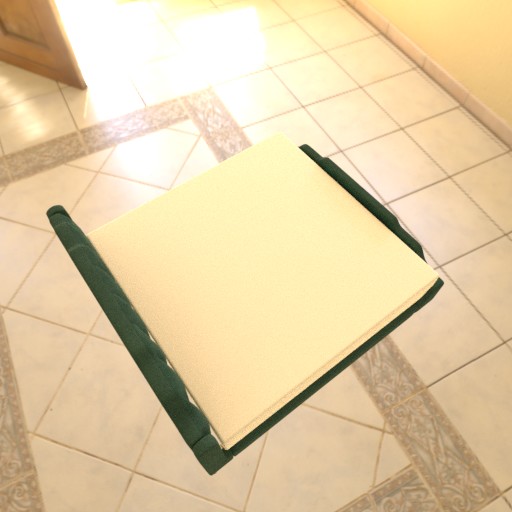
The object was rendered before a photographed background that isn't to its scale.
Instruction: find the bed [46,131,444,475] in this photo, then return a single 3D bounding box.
[{"bbox_3d":[0.000,0.000,3.511,2.340,1.245,2.074,-32,63,-18],"label":"bed"}]
